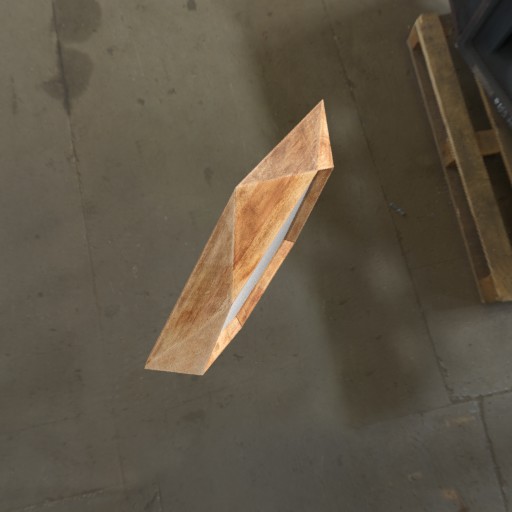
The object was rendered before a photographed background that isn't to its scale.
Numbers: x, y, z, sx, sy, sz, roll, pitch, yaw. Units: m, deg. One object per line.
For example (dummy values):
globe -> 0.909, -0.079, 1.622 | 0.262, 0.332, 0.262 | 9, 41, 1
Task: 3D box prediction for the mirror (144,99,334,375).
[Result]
mirror -> 0.000, 0.000, 1.089 | 0.091, 0.779, 0.675 | 31, 78, 7
